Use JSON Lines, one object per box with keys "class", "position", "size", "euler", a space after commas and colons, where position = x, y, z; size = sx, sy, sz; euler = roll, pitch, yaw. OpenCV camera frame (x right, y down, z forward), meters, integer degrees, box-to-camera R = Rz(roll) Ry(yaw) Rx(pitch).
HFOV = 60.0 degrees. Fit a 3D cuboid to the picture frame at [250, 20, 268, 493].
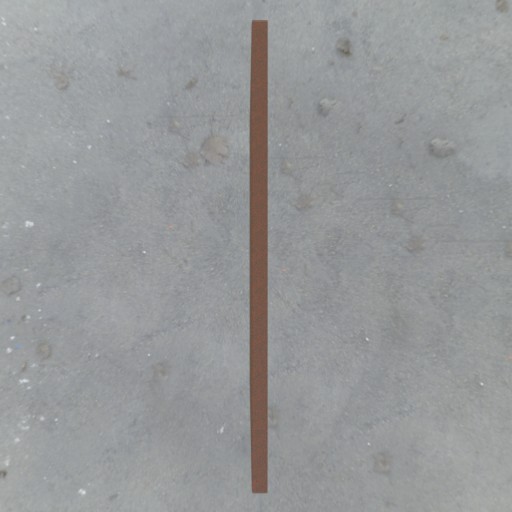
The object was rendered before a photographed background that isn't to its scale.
{"class": "picture frame", "position": [0.000, 0.000, 1.752], "size": [0.045, 1.018, 1.329], "euler": [0, 91, -1]}
